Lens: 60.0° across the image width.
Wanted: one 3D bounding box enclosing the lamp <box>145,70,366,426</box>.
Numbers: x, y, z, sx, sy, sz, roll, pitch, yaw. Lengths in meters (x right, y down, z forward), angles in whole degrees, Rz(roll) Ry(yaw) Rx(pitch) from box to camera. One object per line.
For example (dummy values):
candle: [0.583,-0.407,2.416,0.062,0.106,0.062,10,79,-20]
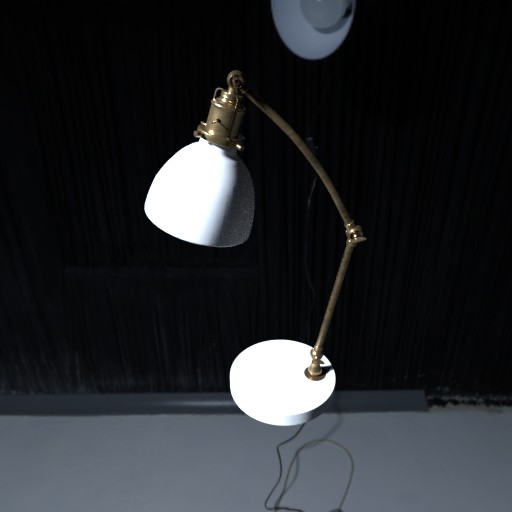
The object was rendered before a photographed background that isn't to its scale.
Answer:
lamp: [0.000,0.000,0.674,0.317,0.522,0.186,1,28,1]
